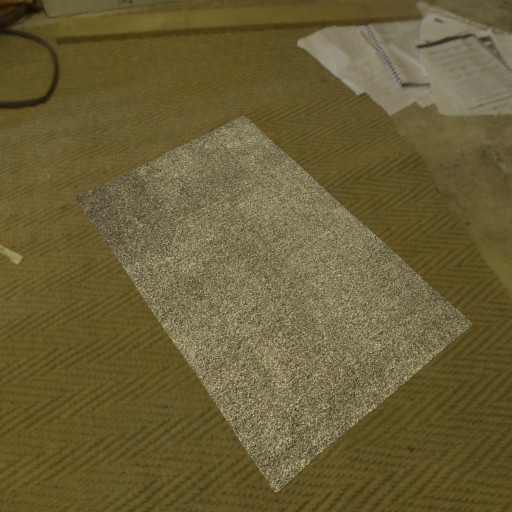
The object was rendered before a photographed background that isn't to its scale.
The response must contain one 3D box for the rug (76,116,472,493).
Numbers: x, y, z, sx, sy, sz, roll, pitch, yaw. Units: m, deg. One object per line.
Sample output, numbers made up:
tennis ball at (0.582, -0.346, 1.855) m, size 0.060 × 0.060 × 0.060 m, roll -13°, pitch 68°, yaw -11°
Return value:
rug at (0.000, 0.000, 2.928) m, size 1.501 × 0.025 × 2.352 m, roll -32°, pitch 62°, yaw -19°
